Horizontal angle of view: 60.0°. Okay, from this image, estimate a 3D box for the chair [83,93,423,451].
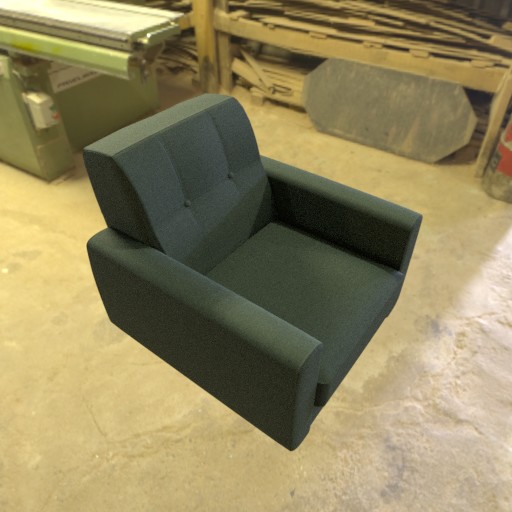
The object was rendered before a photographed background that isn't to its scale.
[{"bbox_3d":[0.000,0.000,1.573,0.909,0.841,0.831,26,47,27],"label":"chair"}]
